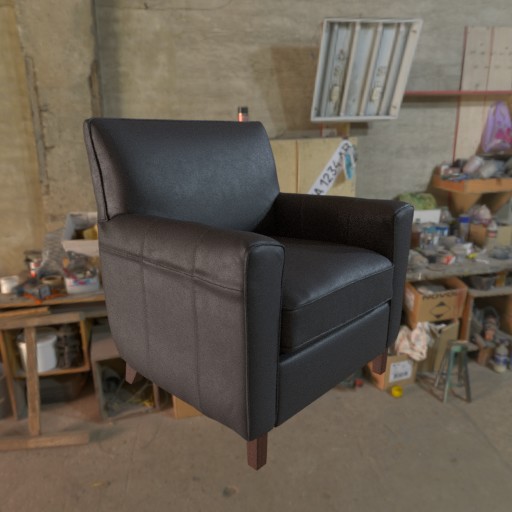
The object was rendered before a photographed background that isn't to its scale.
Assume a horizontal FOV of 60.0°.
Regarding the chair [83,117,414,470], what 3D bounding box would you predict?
[{"bbox_3d":[0.000,0.000,1.580,0.825,0.943,0.870,15,21,42],"label":"chair"}]
